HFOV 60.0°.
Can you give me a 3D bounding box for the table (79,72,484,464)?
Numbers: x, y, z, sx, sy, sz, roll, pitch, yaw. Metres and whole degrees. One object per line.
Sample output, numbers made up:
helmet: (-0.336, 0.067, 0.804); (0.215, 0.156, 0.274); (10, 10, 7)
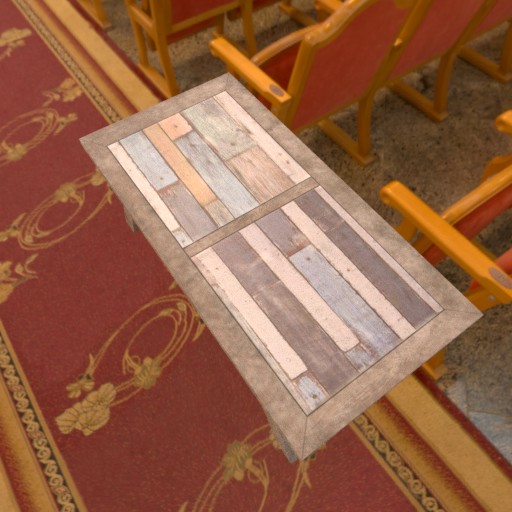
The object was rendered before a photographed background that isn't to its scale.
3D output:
table: (0.000, 0.000, 1.536); (0.610, 0.470, 1.219); (-31, 64, -17)
